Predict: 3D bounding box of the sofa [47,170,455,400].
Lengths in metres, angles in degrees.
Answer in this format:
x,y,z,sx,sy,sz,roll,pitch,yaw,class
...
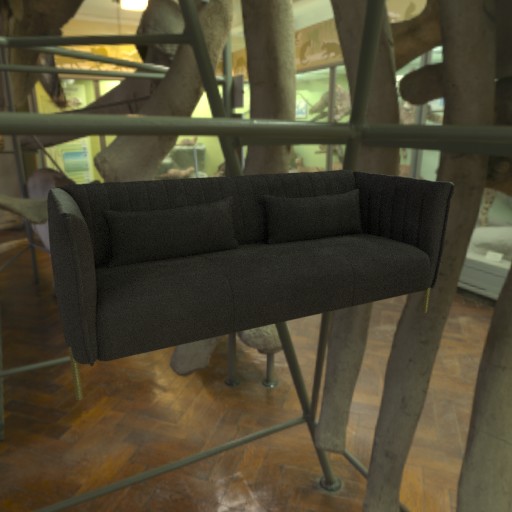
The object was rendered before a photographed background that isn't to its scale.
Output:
x,y,z,sx,sy,sz,roll,pitch,yaw,class
0.000,0.000,2.371,1.980,0.780,0.876,-8,18,-26,sofa
